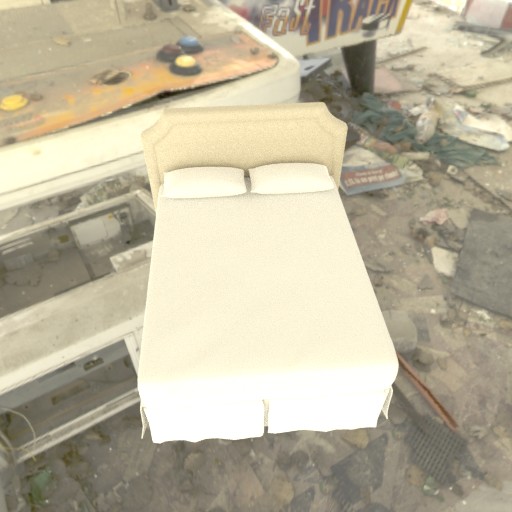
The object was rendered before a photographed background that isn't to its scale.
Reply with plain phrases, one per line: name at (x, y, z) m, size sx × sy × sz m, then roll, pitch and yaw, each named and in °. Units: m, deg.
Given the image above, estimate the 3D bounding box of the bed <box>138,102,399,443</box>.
bed at (0.000, 0.000, 3.200) m, size 1.693 × 1.290 × 2.116 m, roll -3°, pitch 45°, yaw -3°
